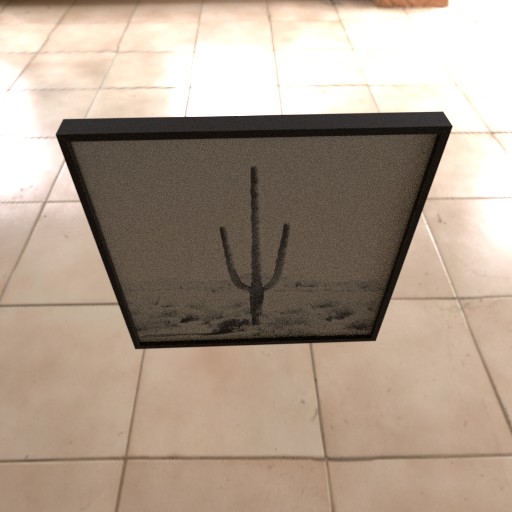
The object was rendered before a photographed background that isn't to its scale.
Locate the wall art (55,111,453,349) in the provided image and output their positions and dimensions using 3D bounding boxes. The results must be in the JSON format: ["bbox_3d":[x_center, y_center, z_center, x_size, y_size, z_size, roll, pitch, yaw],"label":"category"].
[{"bbox_3d":[0.000,0.000,0.764,0.508,0.508,0.038,-2,47,-2],"label":"wall art"}]
